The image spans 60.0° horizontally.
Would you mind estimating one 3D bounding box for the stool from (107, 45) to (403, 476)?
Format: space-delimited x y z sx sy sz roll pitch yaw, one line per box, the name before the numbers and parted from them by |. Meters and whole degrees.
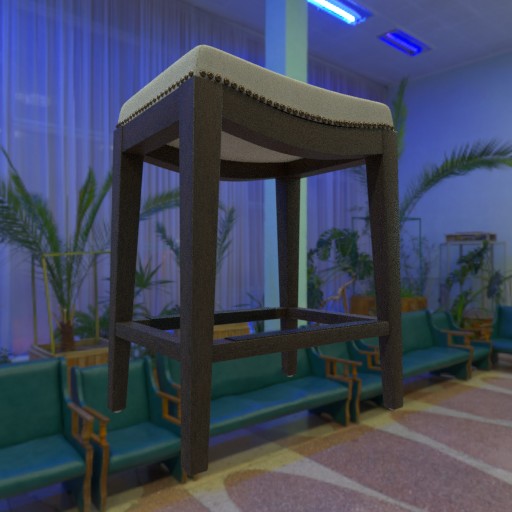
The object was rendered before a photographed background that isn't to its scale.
stool | 0.000 0.000 0.924 0.500 0.642 0.361 0 -1 -37
